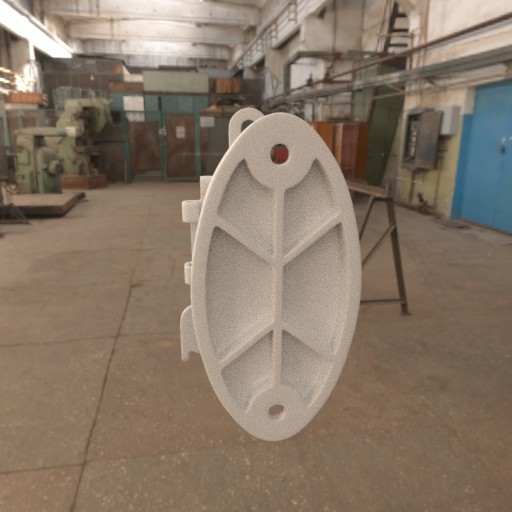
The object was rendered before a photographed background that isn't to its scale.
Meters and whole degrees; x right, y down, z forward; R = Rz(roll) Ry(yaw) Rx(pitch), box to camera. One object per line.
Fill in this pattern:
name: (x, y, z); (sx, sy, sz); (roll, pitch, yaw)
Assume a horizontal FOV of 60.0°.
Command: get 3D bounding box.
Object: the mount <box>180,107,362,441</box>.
mount: (0.000, 0.000, 0.182); (0.066, 0.118, 0.100); (-2, 16, -8)
